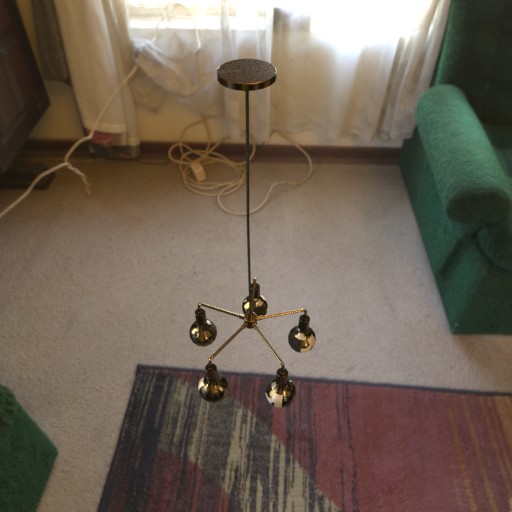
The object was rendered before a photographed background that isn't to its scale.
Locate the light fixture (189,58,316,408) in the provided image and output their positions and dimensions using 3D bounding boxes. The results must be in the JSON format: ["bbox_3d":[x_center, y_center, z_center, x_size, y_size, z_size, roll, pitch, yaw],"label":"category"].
[{"bbox_3d":[0.000,0.000,1.174,0.421,0.988,0.438,-10,47,-10],"label":"light fixture"}]
